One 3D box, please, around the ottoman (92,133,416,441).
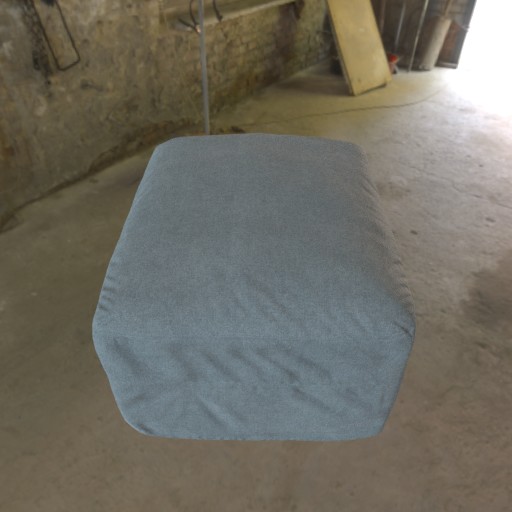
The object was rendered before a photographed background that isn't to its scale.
[{"bbox_3d":[0.000,0.000,1.245,0.683,0.481,0.837,1,42,1],"label":"ottoman"}]
